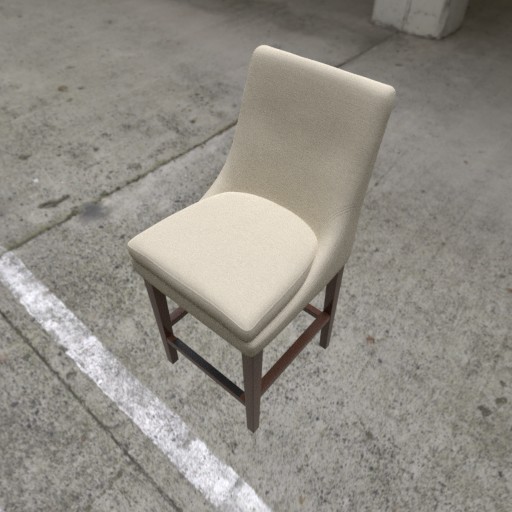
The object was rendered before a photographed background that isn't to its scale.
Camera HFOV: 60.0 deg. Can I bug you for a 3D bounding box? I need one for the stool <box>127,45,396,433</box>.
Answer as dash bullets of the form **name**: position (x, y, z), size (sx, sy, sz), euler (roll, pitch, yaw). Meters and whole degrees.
- **stool**: position (0.000, 0.000, 1.322), size (0.470, 0.981, 0.577), euler (32, 54, 27)
